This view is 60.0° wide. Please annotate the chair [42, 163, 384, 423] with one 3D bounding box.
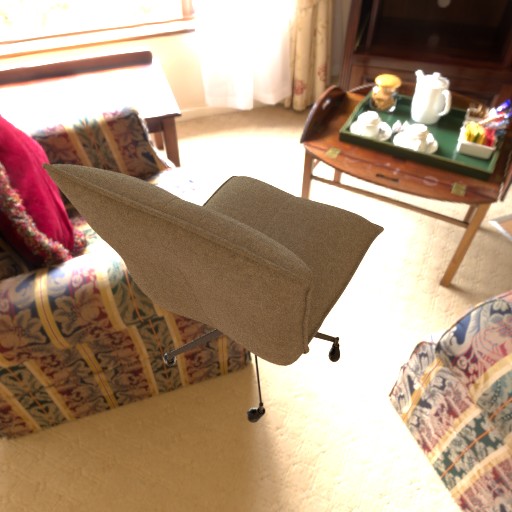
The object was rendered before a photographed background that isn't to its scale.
[{"bbox_3d":[0.000,0.000,1.256,0.597,0.811,0.696,23,51,21],"label":"chair"}]
